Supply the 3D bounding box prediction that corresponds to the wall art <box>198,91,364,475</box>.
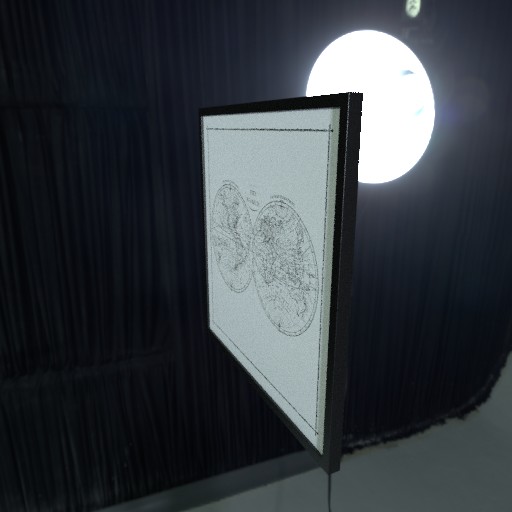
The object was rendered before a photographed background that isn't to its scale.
[{"bbox_3d":[0.000,0.000,1.184,0.031,0.775,0.773,-8,18,-25],"label":"wall art"}]
